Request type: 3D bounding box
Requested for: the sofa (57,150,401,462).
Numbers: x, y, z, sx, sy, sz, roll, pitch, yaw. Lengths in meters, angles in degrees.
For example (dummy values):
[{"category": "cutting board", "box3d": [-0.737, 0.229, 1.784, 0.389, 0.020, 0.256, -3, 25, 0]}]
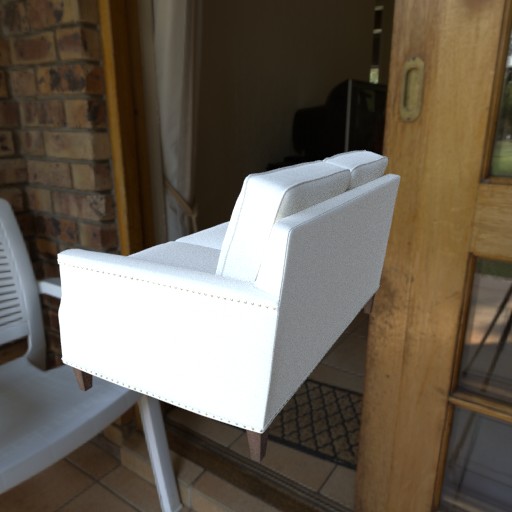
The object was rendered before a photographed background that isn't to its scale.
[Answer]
[{"category": "sofa", "box3d": [0.000, 0.000, 2.237, 1.084, 1.003, 1.597, 9, 19, 28]}]
